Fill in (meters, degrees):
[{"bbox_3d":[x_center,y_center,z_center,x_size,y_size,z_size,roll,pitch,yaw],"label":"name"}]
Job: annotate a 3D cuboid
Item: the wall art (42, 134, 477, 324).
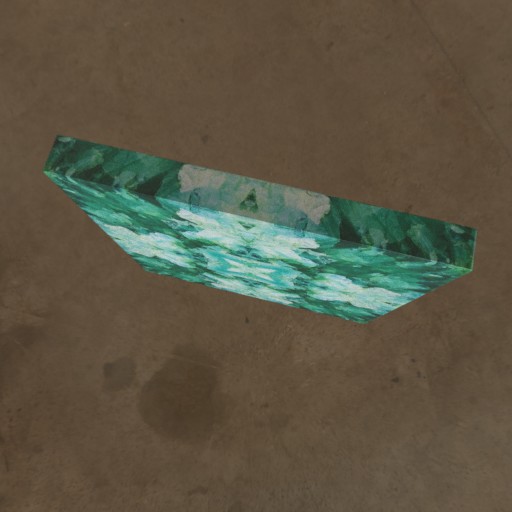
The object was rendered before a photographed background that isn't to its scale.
[{"bbox_3d":[0.000,0.000,0.466,0.313,0.313,0.033,13,75,4],"label":"wall art"}]
